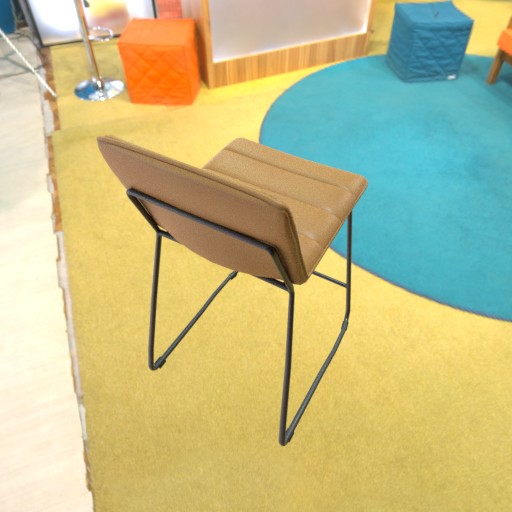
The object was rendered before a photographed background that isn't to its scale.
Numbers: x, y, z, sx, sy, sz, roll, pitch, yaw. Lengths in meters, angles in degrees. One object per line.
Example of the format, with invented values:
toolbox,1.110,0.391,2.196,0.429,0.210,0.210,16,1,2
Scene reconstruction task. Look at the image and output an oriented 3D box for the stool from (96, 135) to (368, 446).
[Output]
stool,0.000,0.000,1.168,0.489,0.866,0.524,23,51,20
